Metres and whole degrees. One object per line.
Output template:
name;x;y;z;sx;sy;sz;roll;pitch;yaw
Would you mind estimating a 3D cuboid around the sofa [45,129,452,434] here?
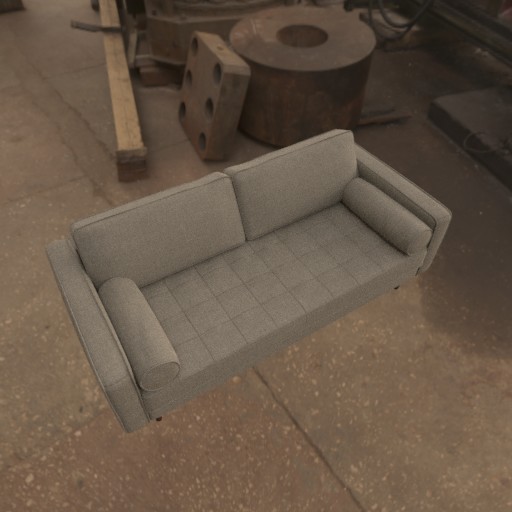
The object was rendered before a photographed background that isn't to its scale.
sofa;0.000;0.000;2.330;1.879;0.762;0.914;-24;51;-21
